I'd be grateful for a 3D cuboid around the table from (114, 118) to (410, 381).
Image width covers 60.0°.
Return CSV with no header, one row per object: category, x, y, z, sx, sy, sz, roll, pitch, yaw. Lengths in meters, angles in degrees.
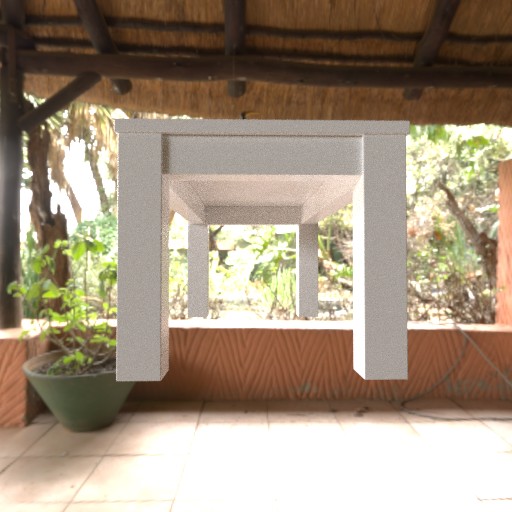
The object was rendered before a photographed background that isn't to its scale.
table,0.000,0.000,2.236,0.900,0.790,1.800,0,-1,-1
